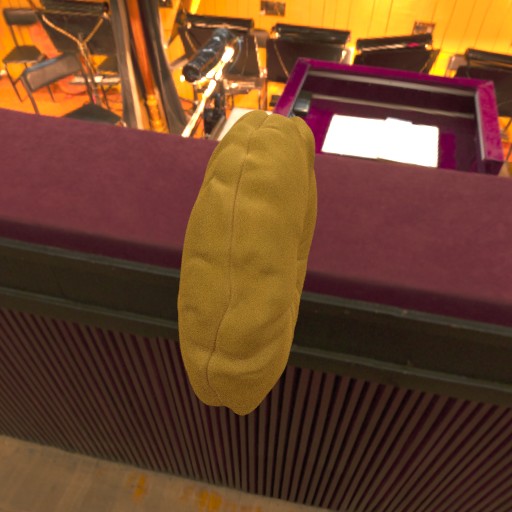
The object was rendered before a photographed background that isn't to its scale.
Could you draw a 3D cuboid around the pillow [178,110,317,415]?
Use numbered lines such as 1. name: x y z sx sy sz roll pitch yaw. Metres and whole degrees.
1. pillow: 0.000 0.000 0.654 0.148 0.407 0.428 10 48 9
